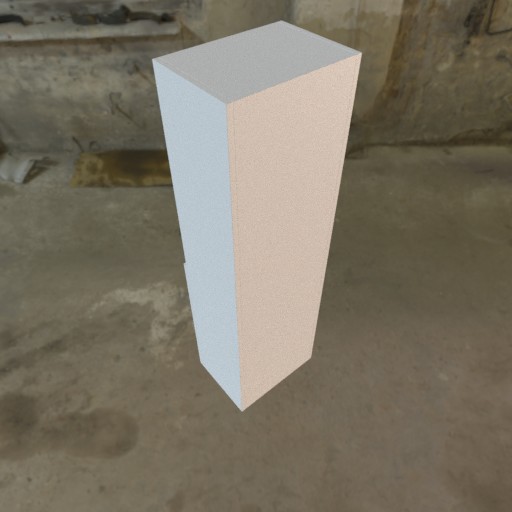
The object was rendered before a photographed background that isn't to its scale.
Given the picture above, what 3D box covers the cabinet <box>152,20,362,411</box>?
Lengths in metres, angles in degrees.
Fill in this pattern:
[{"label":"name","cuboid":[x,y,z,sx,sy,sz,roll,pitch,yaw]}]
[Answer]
[{"label":"cabinet","cuboid":[0.000,0.000,1.519,0.400,1.350,0.300,-31,53,-26]}]
